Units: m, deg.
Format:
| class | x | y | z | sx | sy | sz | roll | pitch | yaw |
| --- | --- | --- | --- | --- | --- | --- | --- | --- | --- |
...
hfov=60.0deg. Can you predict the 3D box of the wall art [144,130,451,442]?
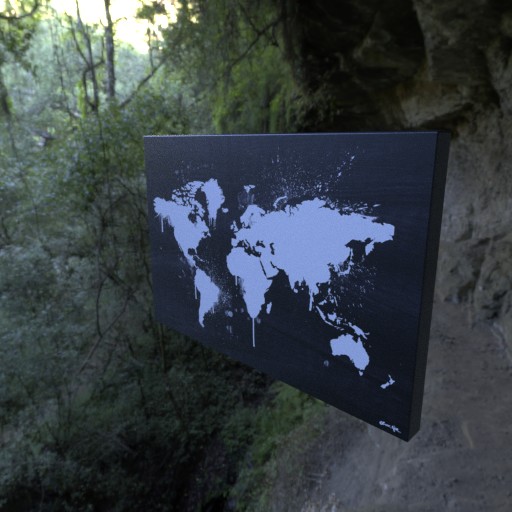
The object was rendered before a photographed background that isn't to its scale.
| class | x | y | z | sx | sy | sz | roll | pitch | yaw |
| --- | --- | --- | --- | --- | --- | --- | --- | --- | --- |
| wall art | 0.000 | 0.000 | 0.768 | 0.610 | 0.409 | 0.038 | 14 | 20 | 42 |
